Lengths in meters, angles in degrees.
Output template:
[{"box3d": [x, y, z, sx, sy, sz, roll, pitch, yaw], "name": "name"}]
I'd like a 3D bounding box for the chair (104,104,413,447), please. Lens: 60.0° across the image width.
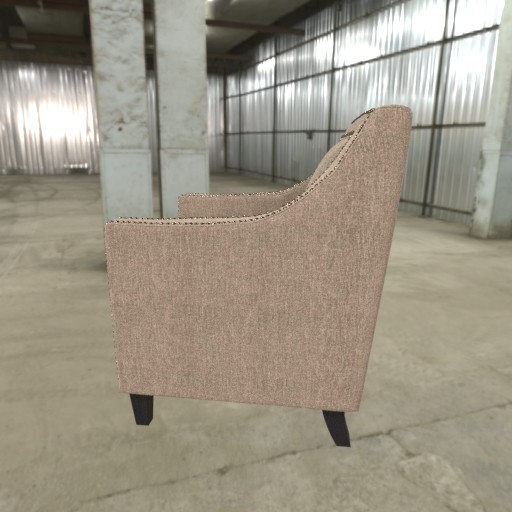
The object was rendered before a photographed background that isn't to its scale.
[{"box3d": [0.000, 0.000, 1.591, 0.884, 0.967, 0.776, 2, 14, 8], "name": "chair"}]
